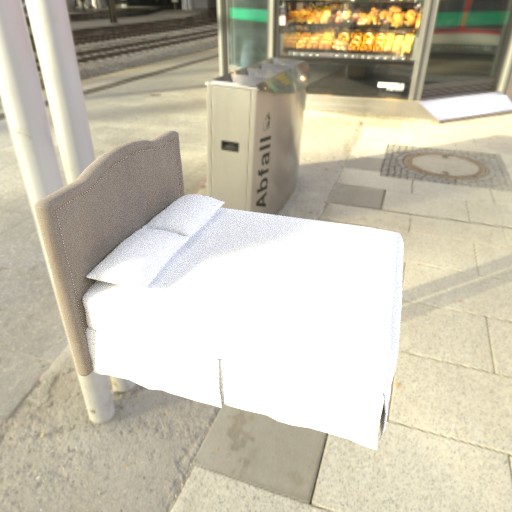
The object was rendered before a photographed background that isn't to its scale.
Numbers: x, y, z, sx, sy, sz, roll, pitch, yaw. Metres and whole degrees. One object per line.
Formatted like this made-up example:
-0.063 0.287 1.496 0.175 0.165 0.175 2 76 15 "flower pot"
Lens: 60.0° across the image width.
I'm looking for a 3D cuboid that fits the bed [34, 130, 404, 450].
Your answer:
0.000 0.000 3.241 2.128 1.441 1.744 9 32 15 "bed"
